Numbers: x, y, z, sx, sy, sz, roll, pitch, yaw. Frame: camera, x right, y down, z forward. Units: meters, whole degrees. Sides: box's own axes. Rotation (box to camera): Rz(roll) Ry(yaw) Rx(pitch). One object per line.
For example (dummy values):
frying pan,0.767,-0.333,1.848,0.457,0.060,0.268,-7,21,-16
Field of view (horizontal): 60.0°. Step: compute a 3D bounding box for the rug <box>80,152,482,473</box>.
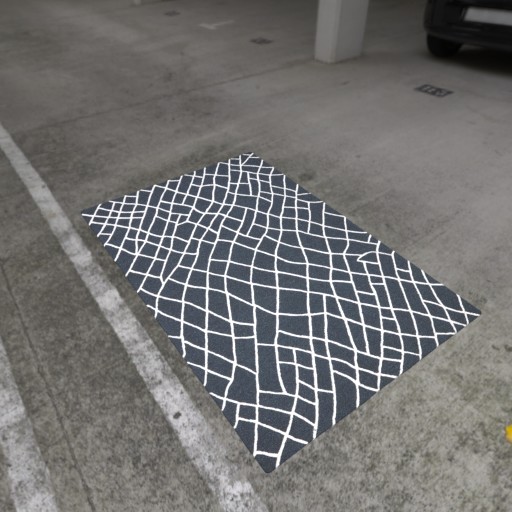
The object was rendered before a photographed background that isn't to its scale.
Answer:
rug,0.000,0.000,2.295,1.223,0.013,1.830,-26,48,-26
